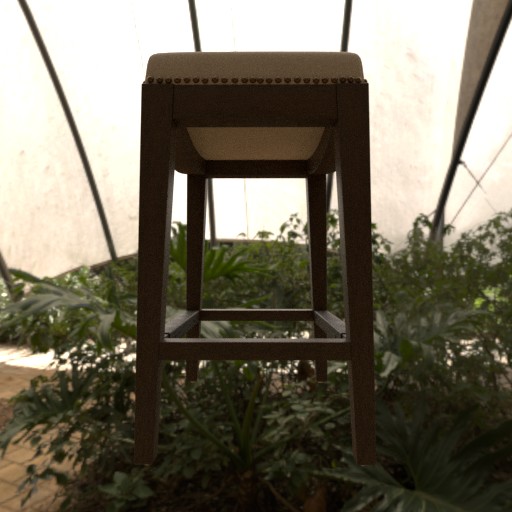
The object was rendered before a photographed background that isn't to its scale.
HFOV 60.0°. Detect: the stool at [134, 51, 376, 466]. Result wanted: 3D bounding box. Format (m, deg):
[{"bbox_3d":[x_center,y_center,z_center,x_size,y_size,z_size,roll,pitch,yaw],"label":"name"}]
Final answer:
[{"bbox_3d":[0.000,0.000,0.914,0.361,0.642,0.500,0,-1,0],"label":"stool"}]
